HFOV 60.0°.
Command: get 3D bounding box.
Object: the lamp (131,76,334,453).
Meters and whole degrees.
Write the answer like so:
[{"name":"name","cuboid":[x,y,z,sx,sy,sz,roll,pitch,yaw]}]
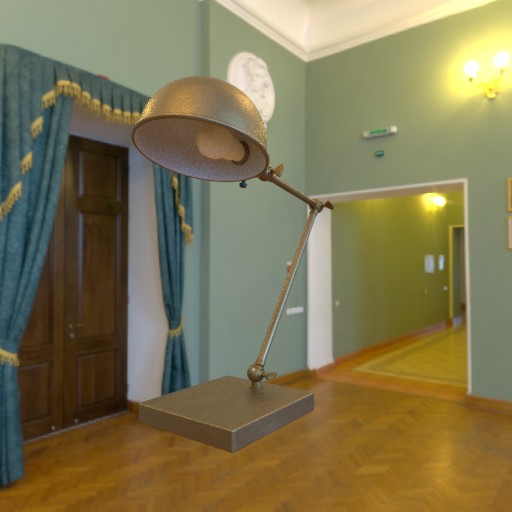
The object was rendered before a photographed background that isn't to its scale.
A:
[{"name":"lamp","cuboid":[0.000,0.000,0.551,0.149,0.371,0.339,-1,-1,37]}]
